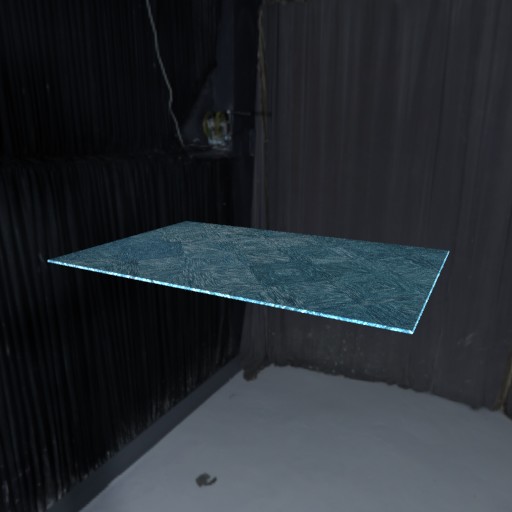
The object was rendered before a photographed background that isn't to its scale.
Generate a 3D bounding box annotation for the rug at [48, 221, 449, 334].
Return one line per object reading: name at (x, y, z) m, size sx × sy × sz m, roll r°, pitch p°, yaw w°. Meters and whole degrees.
rug at (0.000, 0.000, 2.992) m, size 2.277 × 0.015 × 1.490 m, roll 8°, pitch 18°, yaw 27°
